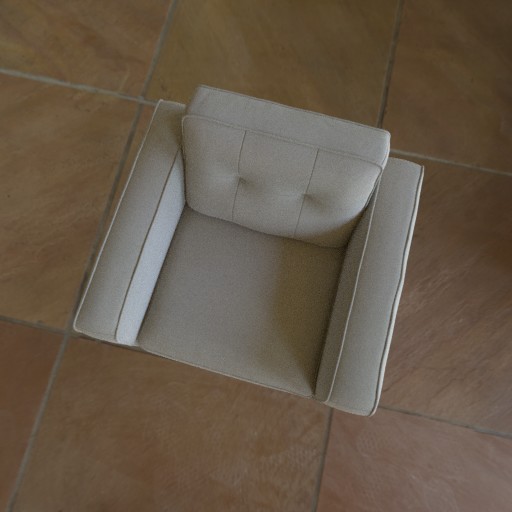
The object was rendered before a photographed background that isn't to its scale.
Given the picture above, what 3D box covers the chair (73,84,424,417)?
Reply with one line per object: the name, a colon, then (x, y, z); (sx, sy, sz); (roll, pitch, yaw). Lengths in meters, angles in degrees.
chair: (0.000, 0.000, 1.773); (1.115, 0.779, 0.953); (15, 76, 4)
